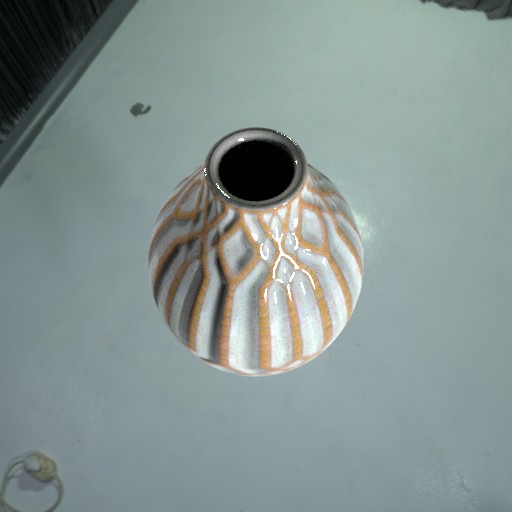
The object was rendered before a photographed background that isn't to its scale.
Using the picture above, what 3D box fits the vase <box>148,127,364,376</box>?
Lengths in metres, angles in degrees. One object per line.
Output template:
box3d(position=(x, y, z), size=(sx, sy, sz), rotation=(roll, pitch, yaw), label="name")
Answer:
box3d(position=(0.000, 0.000, 0.266), size=(0.131, 0.175, 0.131), rotation=(0, 64, 0), label="vase")
